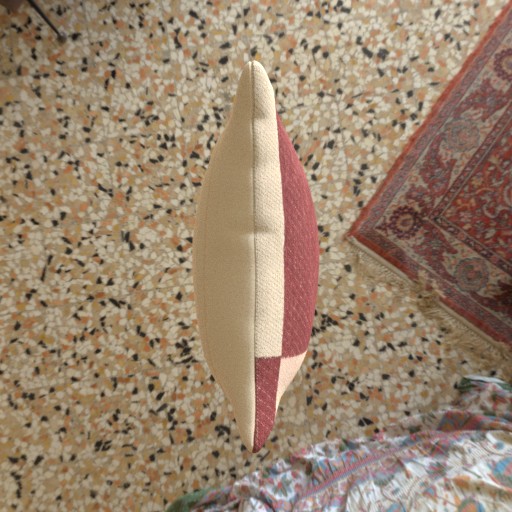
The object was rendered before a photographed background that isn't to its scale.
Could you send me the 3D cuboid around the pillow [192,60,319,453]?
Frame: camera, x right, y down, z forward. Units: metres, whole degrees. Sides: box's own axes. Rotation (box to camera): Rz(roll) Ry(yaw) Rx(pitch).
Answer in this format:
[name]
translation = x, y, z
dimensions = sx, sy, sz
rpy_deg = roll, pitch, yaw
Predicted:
[pillow]
translation = 0.000, 0.000, 0.814
dimensions = 0.229, 0.506, 0.536
rpy_deg = 0, 90, 1
